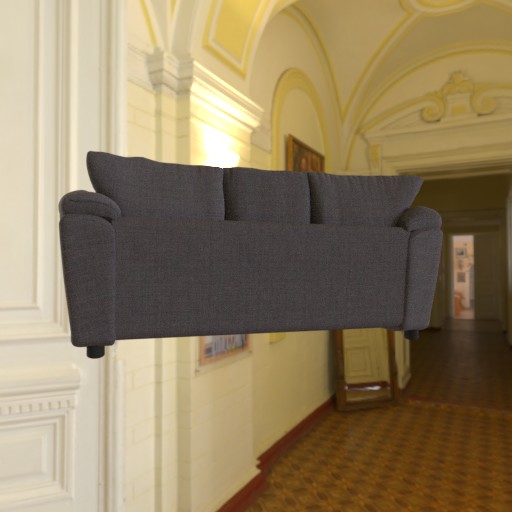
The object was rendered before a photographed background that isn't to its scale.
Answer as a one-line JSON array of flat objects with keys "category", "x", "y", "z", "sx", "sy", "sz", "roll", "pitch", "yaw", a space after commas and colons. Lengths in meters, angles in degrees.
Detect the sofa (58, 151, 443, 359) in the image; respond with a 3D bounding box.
[{"category": "sofa", "x": 0.000, "y": 0.000, "z": 2.862, "sx": 2.336, "sy": 1.080, "sz": 0.883, "roll": 1, "pitch": -2, "yaw": -18}]
